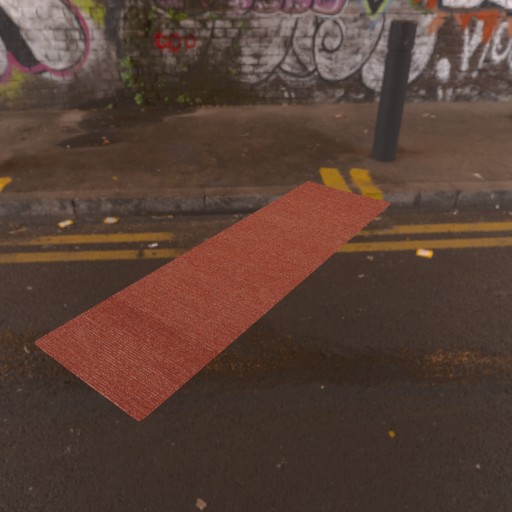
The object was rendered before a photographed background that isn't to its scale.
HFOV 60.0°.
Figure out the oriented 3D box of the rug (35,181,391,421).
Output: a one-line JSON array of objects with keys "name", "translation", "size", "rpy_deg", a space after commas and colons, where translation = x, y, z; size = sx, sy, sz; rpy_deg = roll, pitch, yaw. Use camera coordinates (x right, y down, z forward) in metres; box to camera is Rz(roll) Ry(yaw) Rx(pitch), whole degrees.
[{"name": "rug", "translation": [0.000, 0.000, 2.533], "size": [0.687, 0.012, 2.307], "rpy_deg": [21, 37, 31]}]
